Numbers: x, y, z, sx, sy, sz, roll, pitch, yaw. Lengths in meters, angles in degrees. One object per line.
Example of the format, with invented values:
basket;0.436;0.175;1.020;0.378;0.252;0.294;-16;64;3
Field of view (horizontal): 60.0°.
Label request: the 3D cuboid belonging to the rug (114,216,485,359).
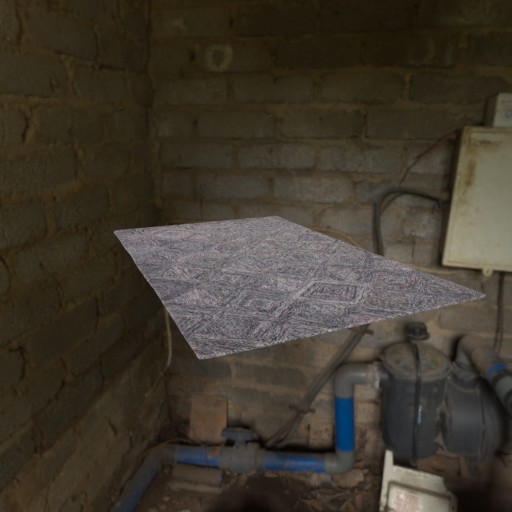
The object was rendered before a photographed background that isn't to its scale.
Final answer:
rug;0.000;0.000;2.226;1.158;0.013;1.752;-7;18;-24
